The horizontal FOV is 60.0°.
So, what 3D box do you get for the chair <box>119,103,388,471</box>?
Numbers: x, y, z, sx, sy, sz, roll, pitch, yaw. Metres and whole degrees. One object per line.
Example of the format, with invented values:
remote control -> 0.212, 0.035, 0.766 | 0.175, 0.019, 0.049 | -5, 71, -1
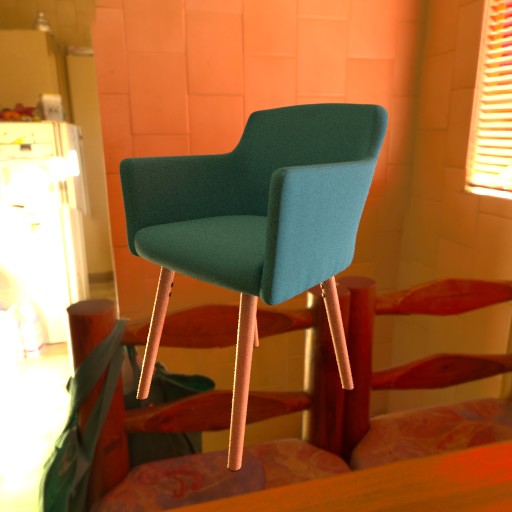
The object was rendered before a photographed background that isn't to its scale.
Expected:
chair -> 0.000, 0.000, 1.163 | 0.570, 0.780, 0.540 | 14, 21, 43
